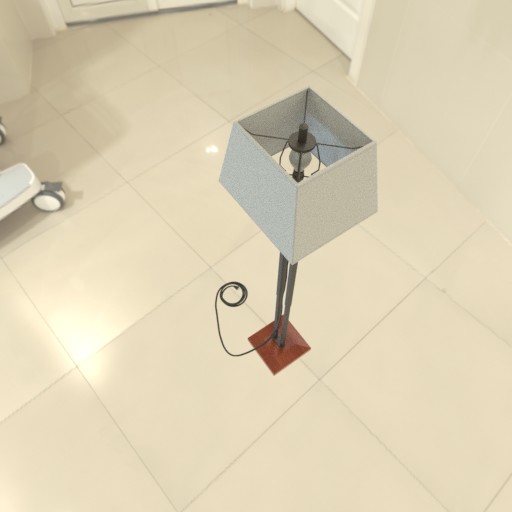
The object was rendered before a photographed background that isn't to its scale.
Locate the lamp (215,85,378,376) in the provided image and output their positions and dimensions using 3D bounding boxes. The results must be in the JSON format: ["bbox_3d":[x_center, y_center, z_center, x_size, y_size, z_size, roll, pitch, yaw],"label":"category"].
[{"bbox_3d":[0.000,0.000,2.029,0.472,1.712,0.745,-31,63,-18],"label":"lamp"}]
